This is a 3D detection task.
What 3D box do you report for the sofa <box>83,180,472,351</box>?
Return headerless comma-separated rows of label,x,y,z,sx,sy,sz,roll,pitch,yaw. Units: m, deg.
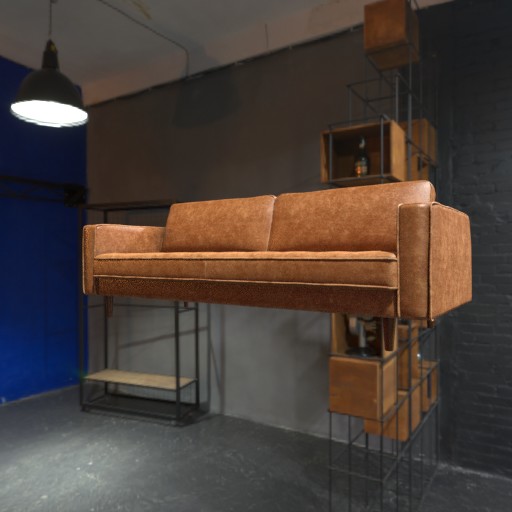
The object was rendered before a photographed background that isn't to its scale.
sofa,0.000,0.000,2.601,2.199,0.779,0.886,0,0,35
